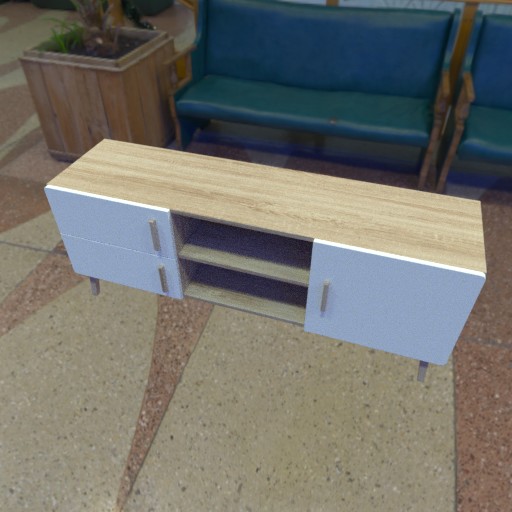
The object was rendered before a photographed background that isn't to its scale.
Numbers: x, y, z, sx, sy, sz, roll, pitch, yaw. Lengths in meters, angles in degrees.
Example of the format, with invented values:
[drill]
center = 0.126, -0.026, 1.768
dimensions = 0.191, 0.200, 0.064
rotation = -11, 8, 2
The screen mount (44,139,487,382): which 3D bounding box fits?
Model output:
[screen mount]
center = 0.000, 0.000, 1.751
dimensions = 1.500, 0.570, 0.420
rotation = 12, 43, 14
